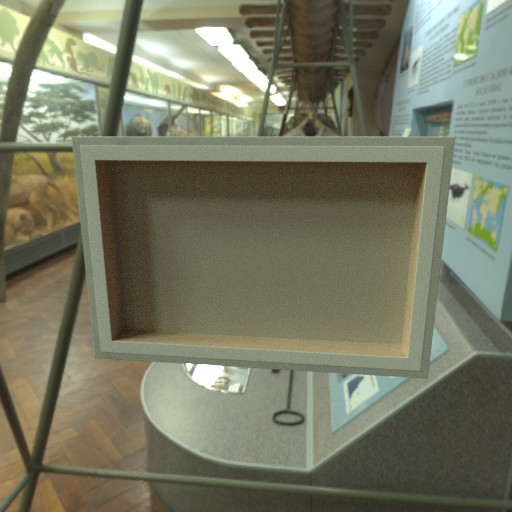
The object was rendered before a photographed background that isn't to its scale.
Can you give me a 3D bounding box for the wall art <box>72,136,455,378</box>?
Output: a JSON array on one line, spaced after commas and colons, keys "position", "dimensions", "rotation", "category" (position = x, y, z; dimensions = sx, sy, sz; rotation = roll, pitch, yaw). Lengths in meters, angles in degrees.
[{"position": [0.000, 0.000, 0.489], "dimensions": [0.381, 0.254, 0.038], "rotation": [2, 15, 7], "category": "wall art"}]
